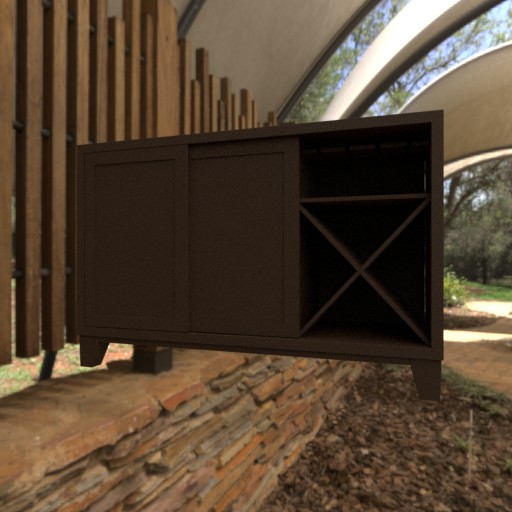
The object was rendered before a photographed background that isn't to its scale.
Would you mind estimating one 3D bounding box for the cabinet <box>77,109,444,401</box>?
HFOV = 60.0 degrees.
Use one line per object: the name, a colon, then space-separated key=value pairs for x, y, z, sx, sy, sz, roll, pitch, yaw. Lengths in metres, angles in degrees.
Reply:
cabinet: x=0.000 y=0.000 z=1.832 sx=1.396 sy=0.914 sz=0.482 roll=0 pitch=0 yaw=19
